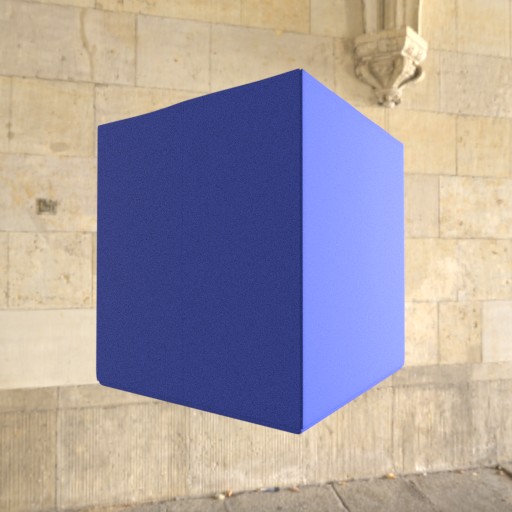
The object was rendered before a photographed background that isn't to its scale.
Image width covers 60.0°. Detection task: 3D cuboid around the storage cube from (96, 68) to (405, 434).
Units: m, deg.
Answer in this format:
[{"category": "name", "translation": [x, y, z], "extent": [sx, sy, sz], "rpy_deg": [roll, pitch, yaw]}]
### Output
[{"category": "storage cube", "translation": [0.000, 0.000, 0.518], "extent": [0.270, 0.280, 0.270], "rpy_deg": [-1, -1, 35]}]
